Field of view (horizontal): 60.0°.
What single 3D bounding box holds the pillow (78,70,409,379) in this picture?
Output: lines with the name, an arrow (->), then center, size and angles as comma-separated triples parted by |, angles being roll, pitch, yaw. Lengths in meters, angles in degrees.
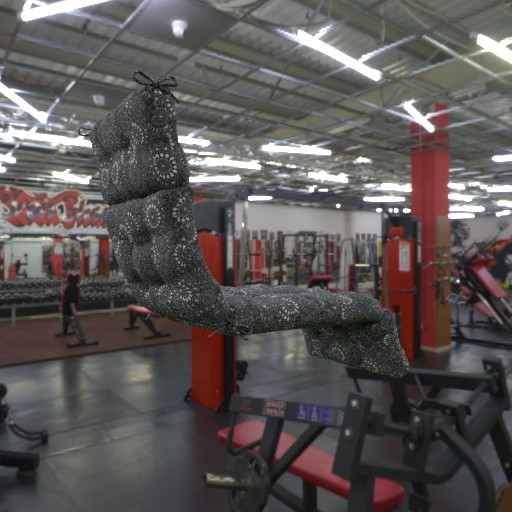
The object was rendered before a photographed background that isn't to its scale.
pillow -> 0.000, 0.000, 1.476 | 1.016, 0.863, 0.526 | 0, 0, -35
